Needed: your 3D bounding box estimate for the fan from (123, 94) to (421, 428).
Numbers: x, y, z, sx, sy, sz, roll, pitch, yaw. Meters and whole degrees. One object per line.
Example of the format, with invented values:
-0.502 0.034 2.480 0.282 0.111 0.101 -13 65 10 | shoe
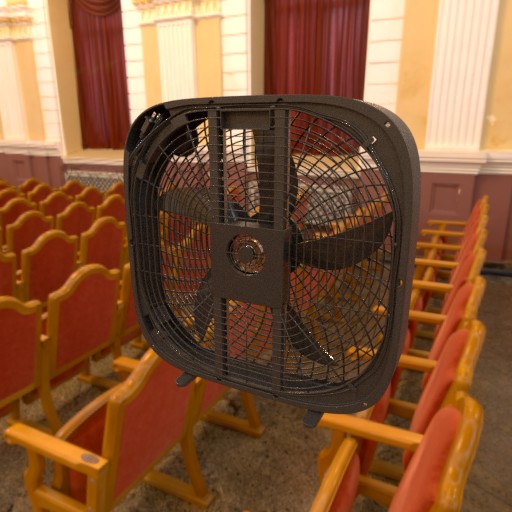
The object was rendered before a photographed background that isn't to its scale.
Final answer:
0.000 0.000 0.788 0.526 0.533 0.142 8 18 26 | fan
